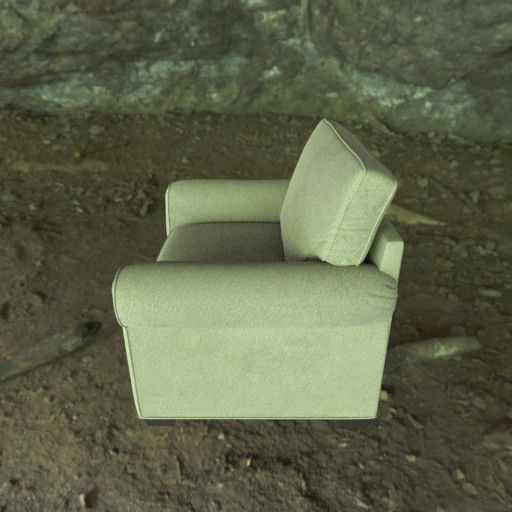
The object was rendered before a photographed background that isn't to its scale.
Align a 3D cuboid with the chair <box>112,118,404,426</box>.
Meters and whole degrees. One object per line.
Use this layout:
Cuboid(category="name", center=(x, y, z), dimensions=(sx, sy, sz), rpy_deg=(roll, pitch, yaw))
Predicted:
Cuboid(category="chair", center=(0.000, 0.000, 1.936), dimensions=(0.939, 1.044, 1.147), rpy_deg=(0, 26, 0))
